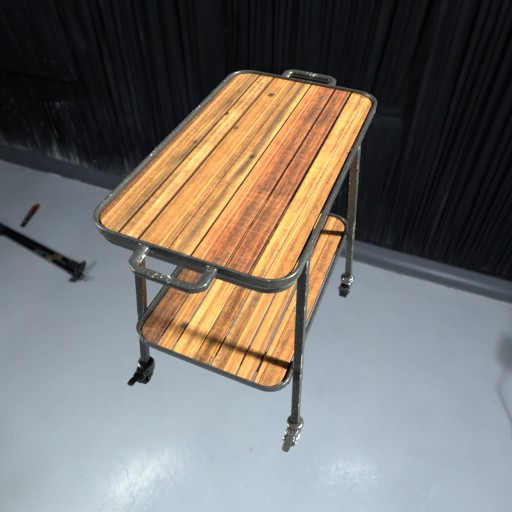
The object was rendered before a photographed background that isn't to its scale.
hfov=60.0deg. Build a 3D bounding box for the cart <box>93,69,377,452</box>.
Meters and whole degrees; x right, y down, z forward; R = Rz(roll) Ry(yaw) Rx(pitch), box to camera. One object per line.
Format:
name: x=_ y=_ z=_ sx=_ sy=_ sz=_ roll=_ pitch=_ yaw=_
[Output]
cart: x=0.000 y=0.000 z=1.230 sx=0.515 sy=0.700 sz=0.806 roll=17 pitch=50 yaw=15
